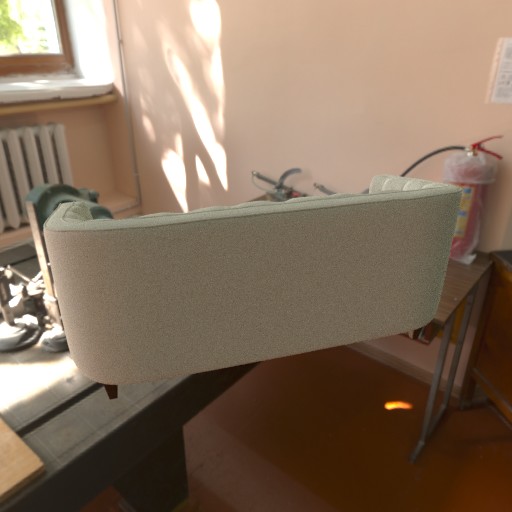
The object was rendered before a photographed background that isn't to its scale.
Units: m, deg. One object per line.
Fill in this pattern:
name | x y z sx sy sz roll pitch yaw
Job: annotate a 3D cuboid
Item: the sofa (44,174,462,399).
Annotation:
sofa | 0.000 0.000 2.144 1.733 0.855 0.941 -7 27 -15
